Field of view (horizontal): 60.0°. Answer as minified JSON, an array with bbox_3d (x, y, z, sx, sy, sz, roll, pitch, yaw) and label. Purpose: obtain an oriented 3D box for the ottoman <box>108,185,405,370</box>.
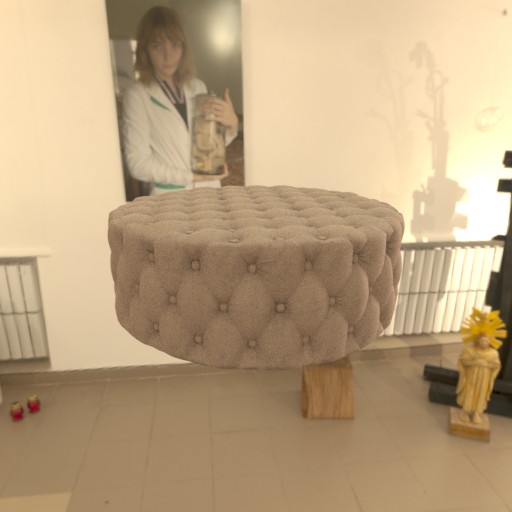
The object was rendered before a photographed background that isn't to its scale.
[{"bbox_3d":[0.000,0.000,1.582,0.998,0.399,0.998,0,17,0],"label":"ottoman"}]
